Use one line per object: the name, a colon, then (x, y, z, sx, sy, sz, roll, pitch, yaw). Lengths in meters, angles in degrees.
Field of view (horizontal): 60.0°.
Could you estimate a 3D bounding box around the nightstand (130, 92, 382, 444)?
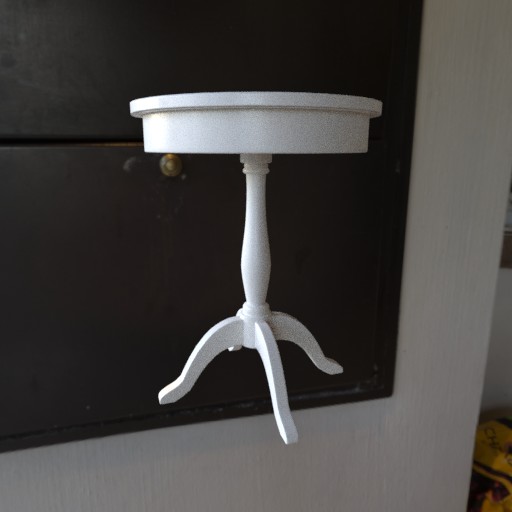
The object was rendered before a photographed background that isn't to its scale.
nightstand: (0.000, 0.000, 1.013, 0.513, 0.653, 0.513, -2, 14, -9)
